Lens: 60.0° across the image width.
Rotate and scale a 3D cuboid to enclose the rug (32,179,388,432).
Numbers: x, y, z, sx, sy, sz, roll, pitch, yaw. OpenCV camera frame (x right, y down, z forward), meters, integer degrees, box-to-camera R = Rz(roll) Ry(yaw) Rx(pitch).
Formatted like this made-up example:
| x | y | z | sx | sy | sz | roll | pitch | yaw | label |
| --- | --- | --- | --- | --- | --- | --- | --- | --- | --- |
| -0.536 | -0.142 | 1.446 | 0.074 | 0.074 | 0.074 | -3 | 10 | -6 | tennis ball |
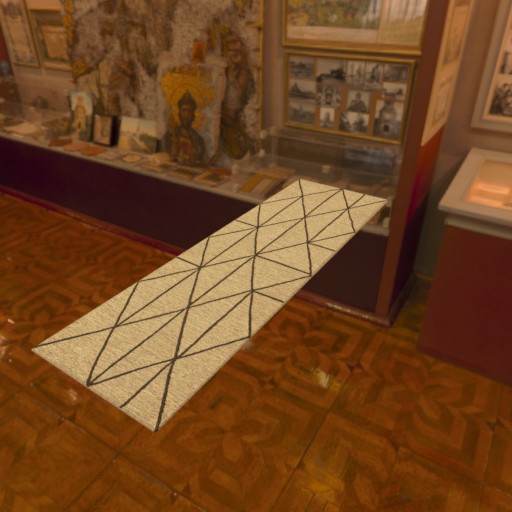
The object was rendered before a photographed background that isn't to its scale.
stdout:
| x | y | z | sx | sy | sz | roll | pitch | yaw | label |
| --- | --- | --- | --- | --- | --- | --- | --- | --- | --- |
| 0.000 | 0.000 | 2.646 | 0.762 | 0.012 | 2.438 | 19 | 36 | 28 | rug |
